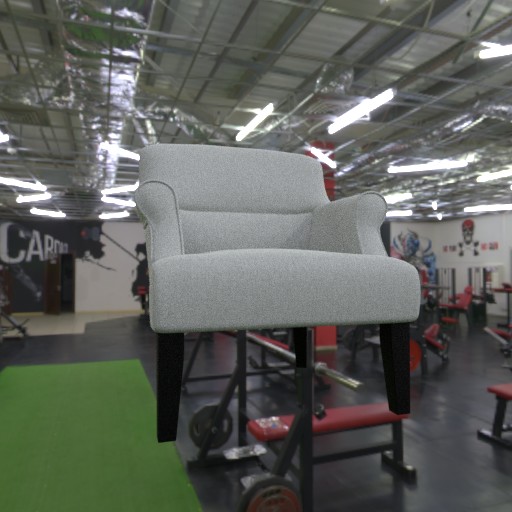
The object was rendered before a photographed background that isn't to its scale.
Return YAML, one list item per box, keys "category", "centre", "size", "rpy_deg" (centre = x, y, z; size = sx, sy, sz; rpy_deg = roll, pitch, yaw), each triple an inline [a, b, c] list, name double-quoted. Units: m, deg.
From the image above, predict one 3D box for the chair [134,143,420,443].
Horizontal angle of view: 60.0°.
- category: "chair"
  centre: [0.000, 0.000, 1.451]
  size: [0.781, 0.875, 0.750]
  rpy_deg: [0, -1, -17]
